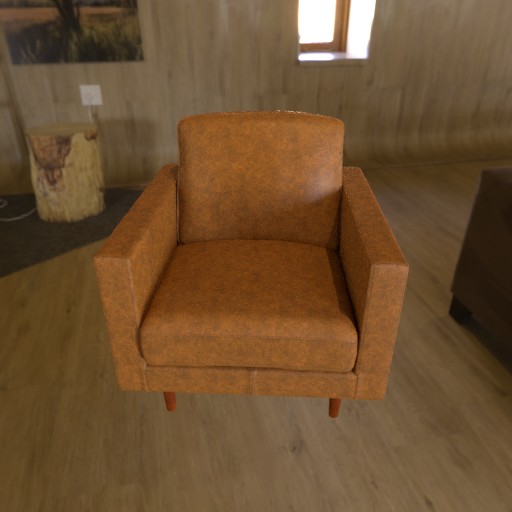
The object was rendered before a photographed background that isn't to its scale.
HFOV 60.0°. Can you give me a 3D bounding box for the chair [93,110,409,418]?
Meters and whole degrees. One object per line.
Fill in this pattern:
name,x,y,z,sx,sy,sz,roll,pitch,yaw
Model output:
chair,0.000,0.000,1.692,0.890,0.956,0.909,1,29,3
